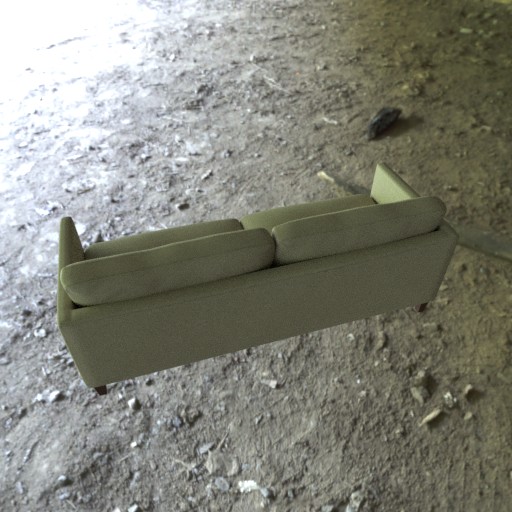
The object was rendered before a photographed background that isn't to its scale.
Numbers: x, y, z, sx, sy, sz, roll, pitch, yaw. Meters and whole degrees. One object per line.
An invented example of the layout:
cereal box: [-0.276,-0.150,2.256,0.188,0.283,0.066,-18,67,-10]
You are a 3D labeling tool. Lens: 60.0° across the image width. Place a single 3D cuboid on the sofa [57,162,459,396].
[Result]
sofa: [0.000,0.000,2.977,2.404,0.912,0.988,-12,43,-13]
